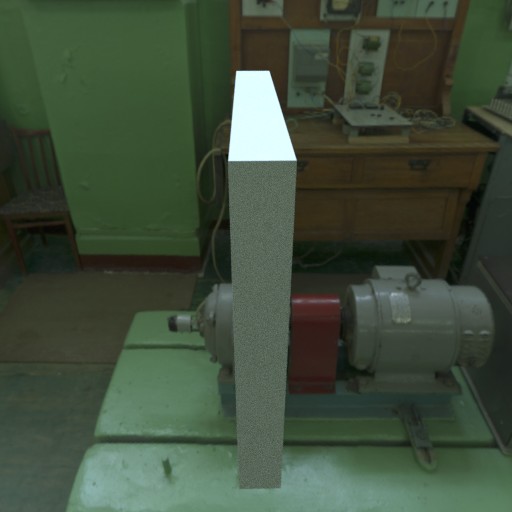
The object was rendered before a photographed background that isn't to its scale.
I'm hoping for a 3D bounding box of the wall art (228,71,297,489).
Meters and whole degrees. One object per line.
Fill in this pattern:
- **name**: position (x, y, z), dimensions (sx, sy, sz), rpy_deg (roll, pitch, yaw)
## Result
- **wall art**: position (0.000, 0.000, 0.450), dimensions (0.038, 0.305, 0.305), rpy_deg (-1, 31, -1)
